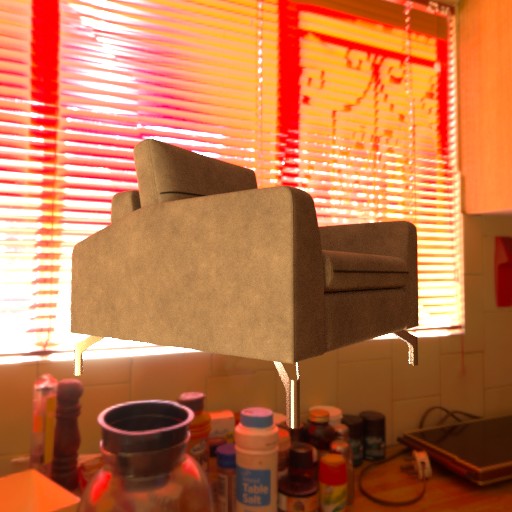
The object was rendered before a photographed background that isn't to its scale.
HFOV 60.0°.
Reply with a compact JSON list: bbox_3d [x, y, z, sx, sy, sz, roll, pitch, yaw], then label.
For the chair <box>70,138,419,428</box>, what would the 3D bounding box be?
[{"bbox_3d":[0.000,0.000,1.576,0.900,0.800,0.900,-2,-3,37],"label":"chair"}]
